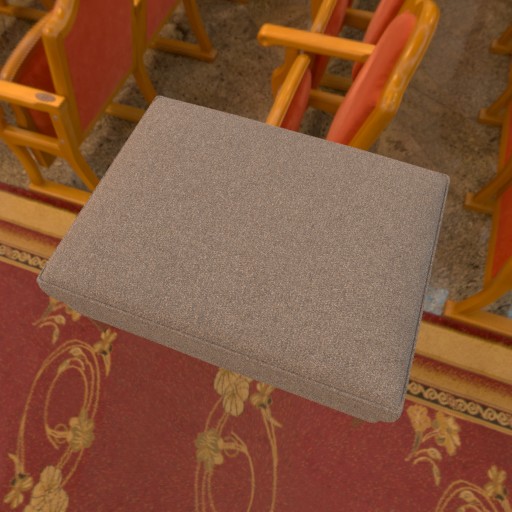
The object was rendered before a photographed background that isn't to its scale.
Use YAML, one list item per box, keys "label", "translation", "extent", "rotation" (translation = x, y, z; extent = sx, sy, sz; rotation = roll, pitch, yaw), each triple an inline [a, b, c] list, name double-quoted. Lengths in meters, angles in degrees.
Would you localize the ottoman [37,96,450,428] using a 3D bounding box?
- label: "ottoman"
  translation: [0.000, 0.000, 1.117]
  extent: [0.785, 0.464, 0.583]
  rotation: [18, 64, 9]
